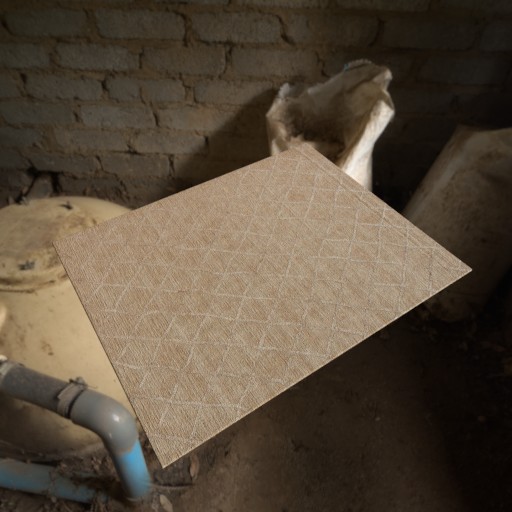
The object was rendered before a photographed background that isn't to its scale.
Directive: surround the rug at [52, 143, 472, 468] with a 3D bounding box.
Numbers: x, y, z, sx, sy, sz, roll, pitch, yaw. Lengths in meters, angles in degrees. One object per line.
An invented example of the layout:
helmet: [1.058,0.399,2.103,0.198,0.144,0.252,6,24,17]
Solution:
rug: [0.000,0.000,4.083,3.039,0.019,2.420,-26,52,-22]
